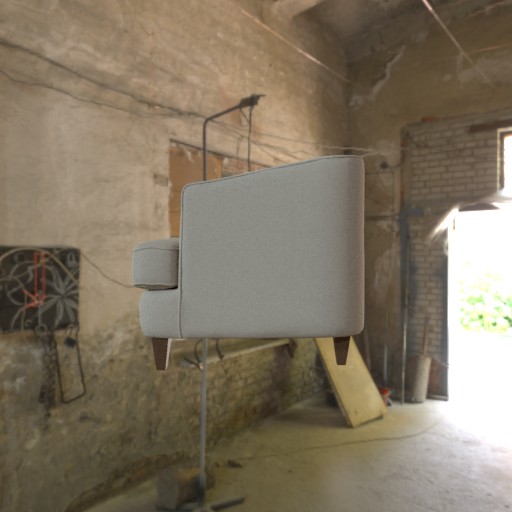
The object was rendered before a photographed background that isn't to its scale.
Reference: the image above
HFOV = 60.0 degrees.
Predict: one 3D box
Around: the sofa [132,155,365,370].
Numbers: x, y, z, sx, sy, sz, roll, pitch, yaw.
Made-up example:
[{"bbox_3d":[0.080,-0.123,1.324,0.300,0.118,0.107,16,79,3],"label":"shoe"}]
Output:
[{"bbox_3d":[0.000,0.000,2.754,0.941,0.855,2.278,0,0,1],"label":"sofa"}]
